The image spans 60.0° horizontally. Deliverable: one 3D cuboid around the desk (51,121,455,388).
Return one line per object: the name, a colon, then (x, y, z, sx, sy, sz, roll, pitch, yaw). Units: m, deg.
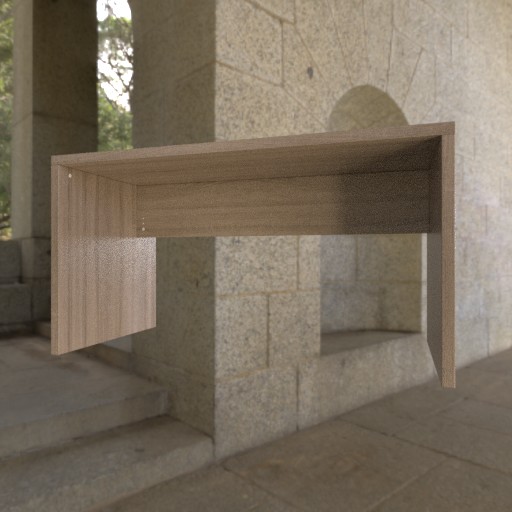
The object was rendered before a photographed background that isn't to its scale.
desk: (0.000, 0.000, 1.765, 1.380, 0.745, 0.690, 0, 0, 18)
